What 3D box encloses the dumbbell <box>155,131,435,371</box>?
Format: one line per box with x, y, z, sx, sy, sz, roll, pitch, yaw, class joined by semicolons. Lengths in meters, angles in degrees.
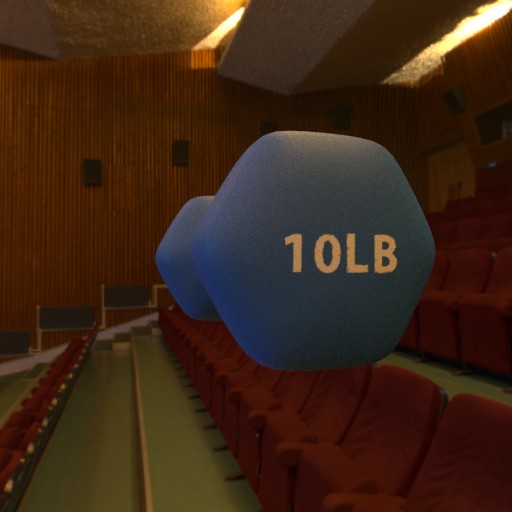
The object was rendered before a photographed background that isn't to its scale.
0.000;0.000;0.260;0.103;0.093;0.212;0;-1;-17;dumbbell
